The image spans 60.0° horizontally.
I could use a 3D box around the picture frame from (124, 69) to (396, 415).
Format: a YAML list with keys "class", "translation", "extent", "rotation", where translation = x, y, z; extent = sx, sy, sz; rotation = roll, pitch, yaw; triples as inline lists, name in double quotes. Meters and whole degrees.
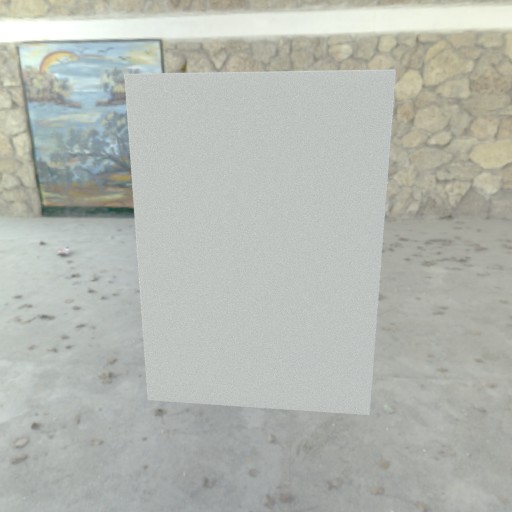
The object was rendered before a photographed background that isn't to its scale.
- class: "picture frame"
  translation: [0.000, 0.000, 0.691]
  extent: [0.381, 0.534, 0.012]
  rotation: [2, 15, 6]
